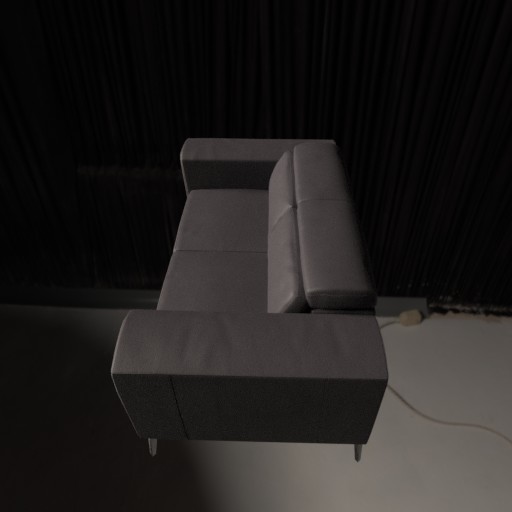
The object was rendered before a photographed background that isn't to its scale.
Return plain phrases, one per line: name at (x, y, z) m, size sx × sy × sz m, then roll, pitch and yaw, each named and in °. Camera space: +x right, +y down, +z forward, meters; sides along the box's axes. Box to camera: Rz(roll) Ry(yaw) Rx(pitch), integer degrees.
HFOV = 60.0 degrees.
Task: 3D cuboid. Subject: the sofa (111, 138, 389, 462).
sofa at (0.000, 0.000, 2.403) m, size 1.003 × 0.779 × 1.895 m, roll 1°, pitch 40°, yaw 1°
